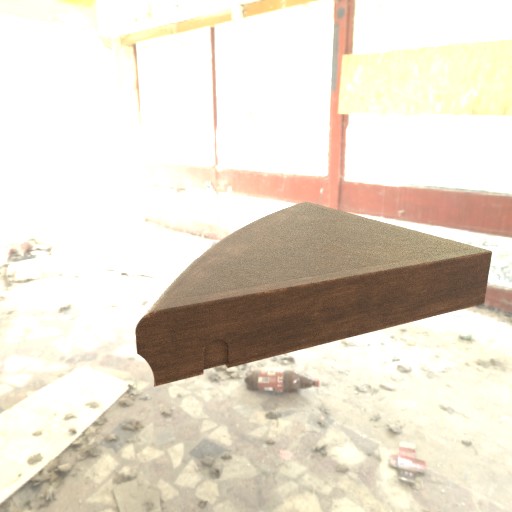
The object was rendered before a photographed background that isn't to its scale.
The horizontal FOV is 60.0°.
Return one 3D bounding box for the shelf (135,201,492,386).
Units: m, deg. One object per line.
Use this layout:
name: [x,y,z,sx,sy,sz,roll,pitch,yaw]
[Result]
shelf: [0.000,0.000,0.460,0.310,0.050,0.310,-8,18,-25]
